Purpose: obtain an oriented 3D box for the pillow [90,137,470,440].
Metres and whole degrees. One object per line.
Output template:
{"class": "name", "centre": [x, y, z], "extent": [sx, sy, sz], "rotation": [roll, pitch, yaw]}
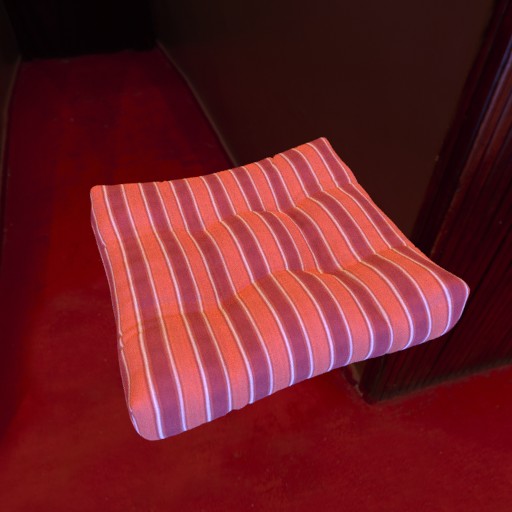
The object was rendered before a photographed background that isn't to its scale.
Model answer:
{"class": "pillow", "centre": [0.000, 0.000, 0.737], "extent": [0.490, 0.133, 0.468], "rotation": [-15, 48, -14]}
